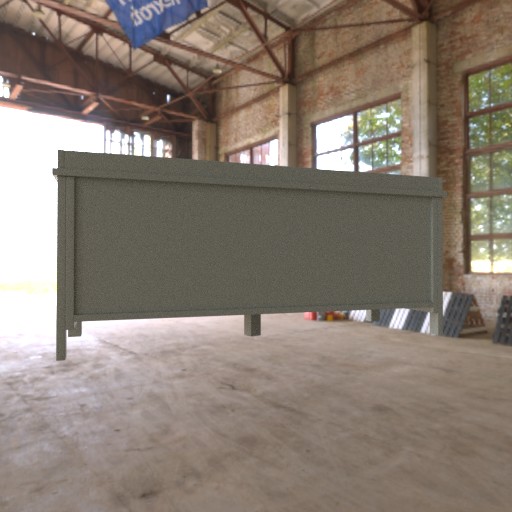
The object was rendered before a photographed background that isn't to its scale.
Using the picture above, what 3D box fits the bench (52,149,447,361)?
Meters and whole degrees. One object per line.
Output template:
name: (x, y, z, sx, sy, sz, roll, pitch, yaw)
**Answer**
bench: (0.000, 0.000, 1.403, 1.140, 0.501, 0.398, 0, -1, -19)
